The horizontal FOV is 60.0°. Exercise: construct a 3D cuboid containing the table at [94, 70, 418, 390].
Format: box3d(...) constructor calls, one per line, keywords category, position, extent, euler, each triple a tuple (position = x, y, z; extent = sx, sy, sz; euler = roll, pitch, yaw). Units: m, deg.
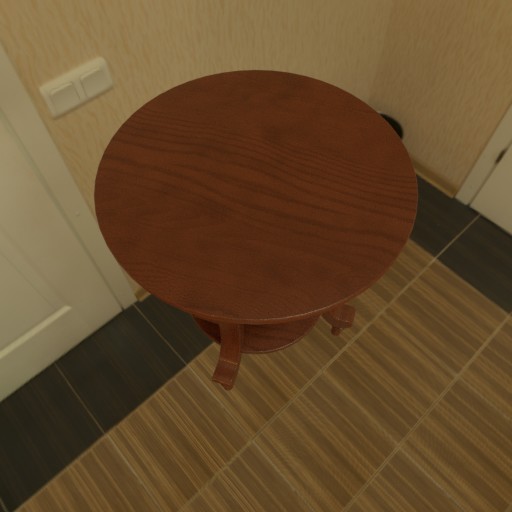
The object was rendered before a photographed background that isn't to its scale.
box3d(category="table", position=(0.000, 0.000, 1.090), extent=(0.597, 0.612, 0.597), euler=(0, 59, 0))
